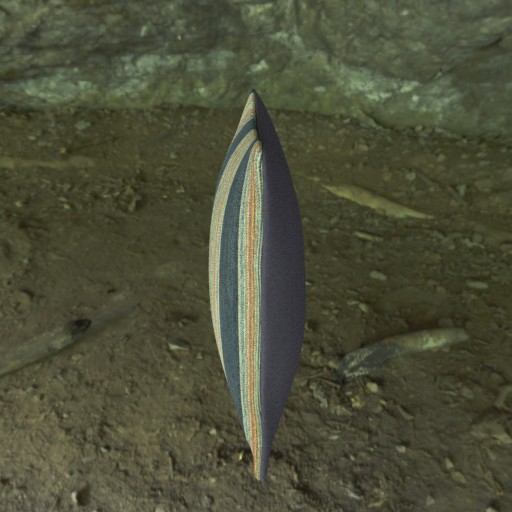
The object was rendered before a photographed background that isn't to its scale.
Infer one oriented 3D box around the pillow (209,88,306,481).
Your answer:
[{"bbox_3d":[0.000,0.000,0.648,0.136,0.419,0.437,-1,27,-1],"label":"pillow"}]
